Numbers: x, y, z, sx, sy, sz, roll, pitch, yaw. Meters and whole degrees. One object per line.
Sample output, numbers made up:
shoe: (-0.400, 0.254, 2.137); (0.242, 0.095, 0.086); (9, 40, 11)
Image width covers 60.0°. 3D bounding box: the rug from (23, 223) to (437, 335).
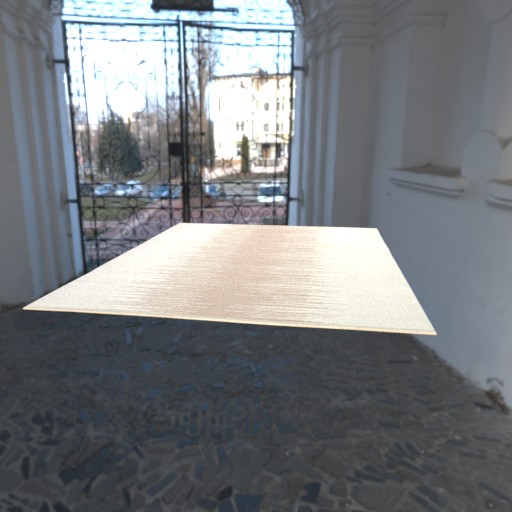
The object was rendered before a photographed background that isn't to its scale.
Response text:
rug: (0.000, 0.000, 4.008); (2.438, 0.013, 3.048); (2, 15, 9)
